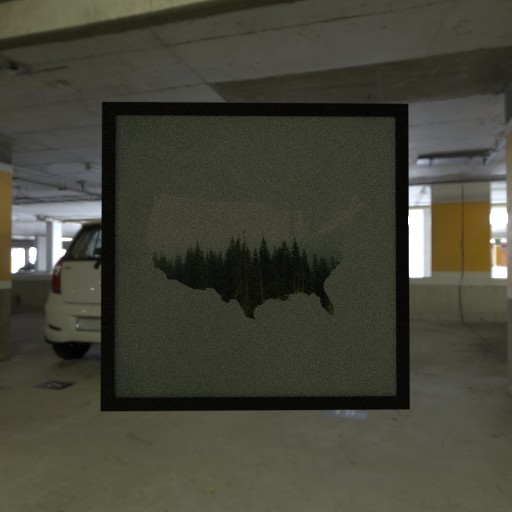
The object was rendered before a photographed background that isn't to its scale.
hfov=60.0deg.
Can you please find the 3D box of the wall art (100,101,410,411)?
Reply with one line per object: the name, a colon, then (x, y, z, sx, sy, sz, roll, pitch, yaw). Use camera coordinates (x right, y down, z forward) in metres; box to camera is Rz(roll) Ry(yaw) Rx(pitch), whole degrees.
wall art: (0.000, 0.000, 0.752, 0.509, 0.509, 0.040, 0, -1, -1)
